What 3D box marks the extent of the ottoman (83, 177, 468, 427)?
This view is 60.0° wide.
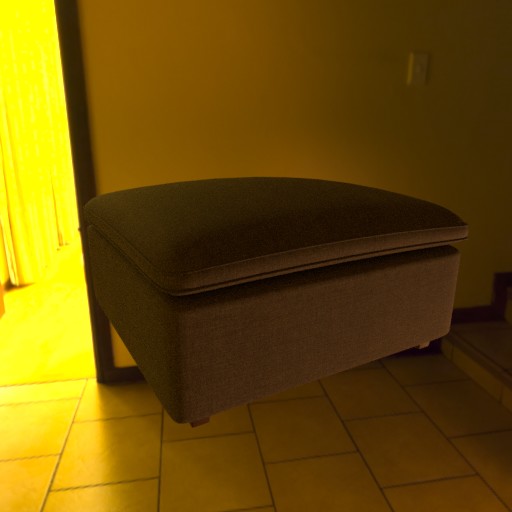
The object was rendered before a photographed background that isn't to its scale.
[{"bbox_3d":[0.000,0.000,1.684,1.067,0.559,1.067,-9,19,-29],"label":"ottoman"}]
